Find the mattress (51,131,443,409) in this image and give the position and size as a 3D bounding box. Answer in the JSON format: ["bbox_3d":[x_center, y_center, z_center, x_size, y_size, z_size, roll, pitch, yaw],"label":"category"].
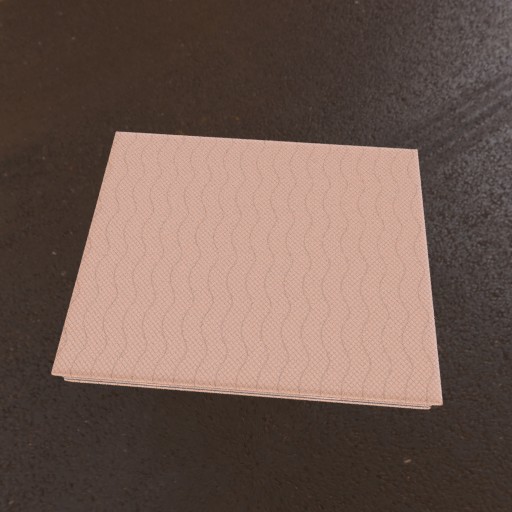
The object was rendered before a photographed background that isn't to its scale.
[{"bbox_3d":[0.000,0.000,2.681,2.000,0.230,1.600,4,65,2],"label":"mattress"}]
